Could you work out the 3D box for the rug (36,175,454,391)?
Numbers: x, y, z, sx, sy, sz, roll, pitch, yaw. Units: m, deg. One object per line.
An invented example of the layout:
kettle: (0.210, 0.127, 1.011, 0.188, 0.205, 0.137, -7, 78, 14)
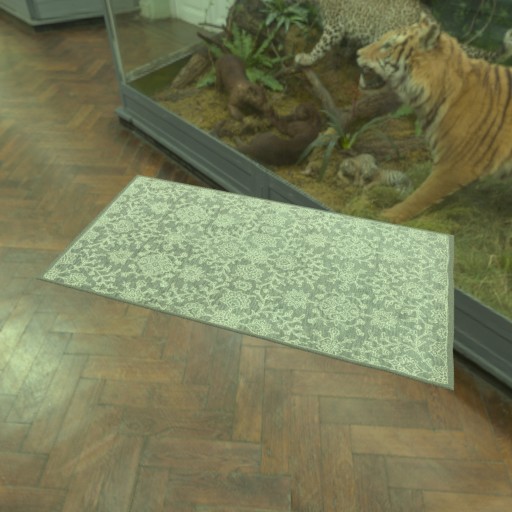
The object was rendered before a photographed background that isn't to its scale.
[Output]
rug: (0.000, 0.000, 3.592, 3.048, 0.011, 1.546, 13, 44, 13)
